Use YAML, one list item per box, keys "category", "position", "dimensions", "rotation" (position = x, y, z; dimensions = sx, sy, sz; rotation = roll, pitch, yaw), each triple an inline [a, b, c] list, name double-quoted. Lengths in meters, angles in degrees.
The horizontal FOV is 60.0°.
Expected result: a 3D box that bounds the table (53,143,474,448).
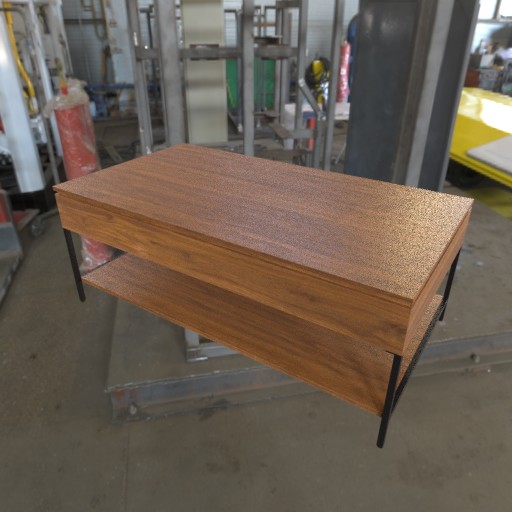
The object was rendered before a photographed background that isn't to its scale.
- category: "table"
  position: [0.000, 0.000, 1.362]
  dimensions: [1.057, 0.414, 0.574]
  rotation: [18, 34, 29]
